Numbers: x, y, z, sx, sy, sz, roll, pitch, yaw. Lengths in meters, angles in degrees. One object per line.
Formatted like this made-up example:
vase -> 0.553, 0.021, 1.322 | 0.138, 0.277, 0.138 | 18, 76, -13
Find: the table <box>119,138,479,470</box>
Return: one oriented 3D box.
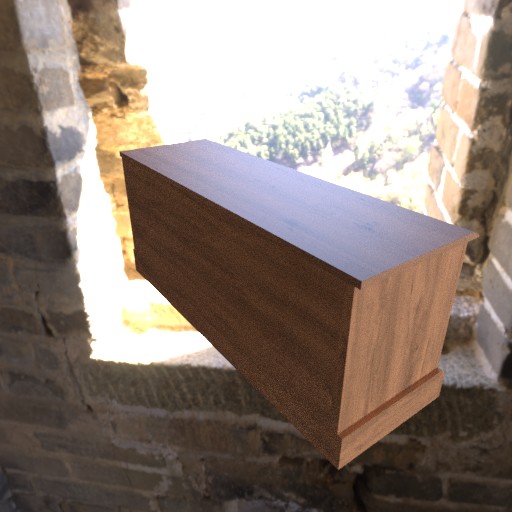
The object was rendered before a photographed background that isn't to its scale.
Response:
table -> 0.000, 0.000, 1.457 | 0.400, 0.510, 1.200 | -18, 32, -32
